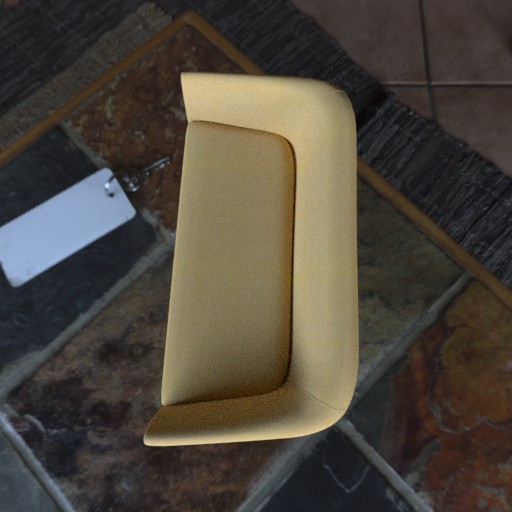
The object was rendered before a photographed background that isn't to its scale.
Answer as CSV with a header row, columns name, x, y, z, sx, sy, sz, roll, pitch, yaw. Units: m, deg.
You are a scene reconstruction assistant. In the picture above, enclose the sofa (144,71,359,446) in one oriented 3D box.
name,x,y,z,sx,sy,sz,roll,pitch,yaw
sofa,0.000,0.000,1.865,0.705,0.721,1.452,3,76,1
